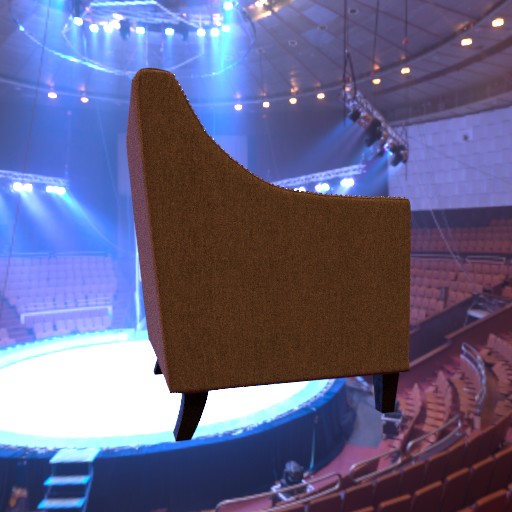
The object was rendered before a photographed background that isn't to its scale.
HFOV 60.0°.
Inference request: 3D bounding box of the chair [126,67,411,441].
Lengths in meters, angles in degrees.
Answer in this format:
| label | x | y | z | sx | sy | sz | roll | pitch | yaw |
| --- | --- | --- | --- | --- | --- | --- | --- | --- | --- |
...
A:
| label | x | y | z | sx | sy | sz | roll | pitch | yaw |
| --- | --- | --- | --- | --- | --- | --- | --- | --- | --- |
| chair | 0.000 | 0.000 | 1.601 | 0.884 | 0.967 | 0.776 | 0 | 0 | -18 |
